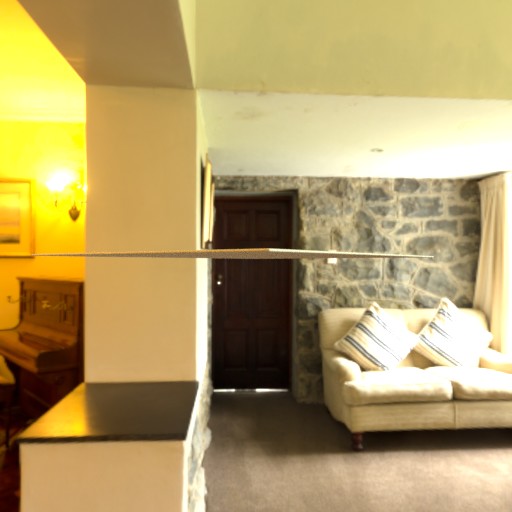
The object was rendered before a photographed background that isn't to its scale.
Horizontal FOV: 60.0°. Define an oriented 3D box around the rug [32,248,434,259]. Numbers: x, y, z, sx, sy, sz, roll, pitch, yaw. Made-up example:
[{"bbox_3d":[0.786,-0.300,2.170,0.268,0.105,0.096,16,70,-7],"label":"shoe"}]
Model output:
[{"bbox_3d":[0.000,0.000,4.054,2.353,0.014,2.945,-1,-1,37],"label":"rug"}]
